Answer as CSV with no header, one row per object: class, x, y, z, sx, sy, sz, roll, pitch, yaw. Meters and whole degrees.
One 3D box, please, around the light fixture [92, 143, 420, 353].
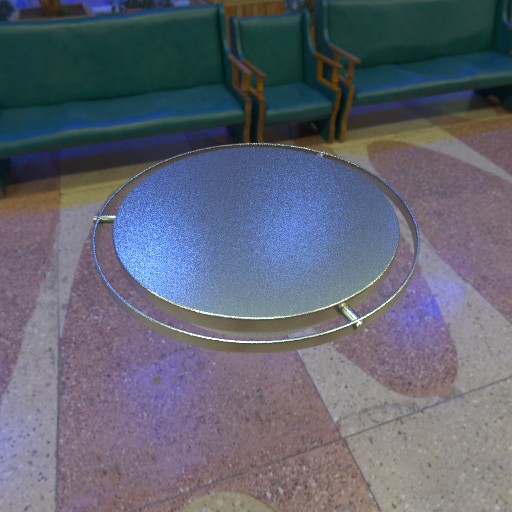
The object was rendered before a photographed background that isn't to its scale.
light fixture,0.000,0.000,0.545,0.361,0.130,0.361,0,41,0
